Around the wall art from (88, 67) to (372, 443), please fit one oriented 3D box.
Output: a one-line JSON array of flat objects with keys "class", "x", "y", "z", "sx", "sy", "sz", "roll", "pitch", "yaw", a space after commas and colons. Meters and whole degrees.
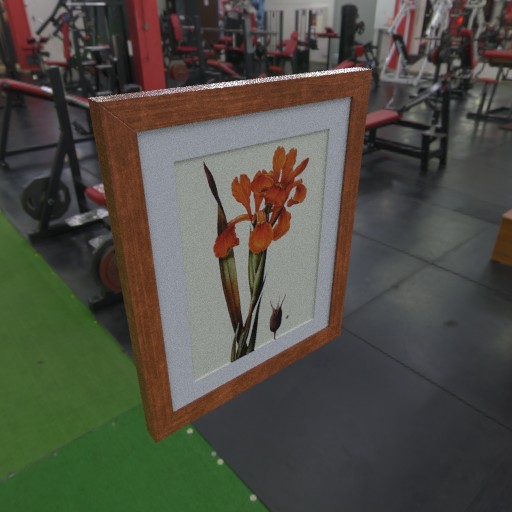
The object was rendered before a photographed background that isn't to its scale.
[{"class": "wall art", "x": 0.000, "y": 0.000, "z": 0.764, "sx": 0.467, "sy": 0.567, "sz": 0.033, "roll": -21, "pitch": 36, "yaw": -33}]
